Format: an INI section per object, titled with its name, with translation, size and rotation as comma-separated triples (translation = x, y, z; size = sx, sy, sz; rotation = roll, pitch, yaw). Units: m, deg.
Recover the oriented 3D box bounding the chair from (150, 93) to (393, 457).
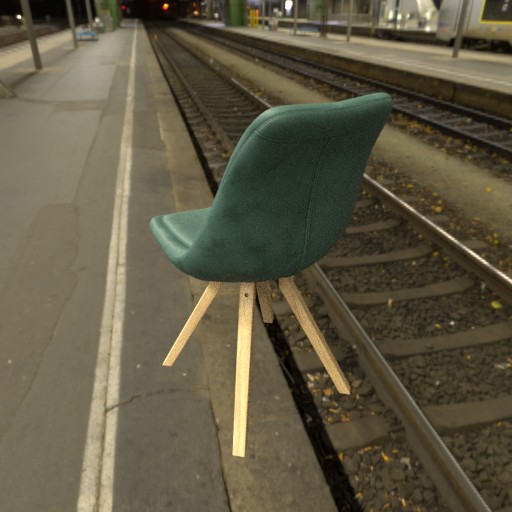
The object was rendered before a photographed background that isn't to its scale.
[chair]
translation = 0.000, 0.000, 1.176
size = 0.483, 0.865, 0.547
rotation = -18, 34, -30
